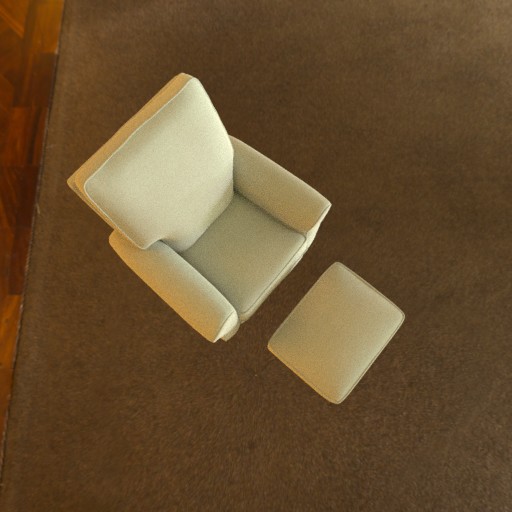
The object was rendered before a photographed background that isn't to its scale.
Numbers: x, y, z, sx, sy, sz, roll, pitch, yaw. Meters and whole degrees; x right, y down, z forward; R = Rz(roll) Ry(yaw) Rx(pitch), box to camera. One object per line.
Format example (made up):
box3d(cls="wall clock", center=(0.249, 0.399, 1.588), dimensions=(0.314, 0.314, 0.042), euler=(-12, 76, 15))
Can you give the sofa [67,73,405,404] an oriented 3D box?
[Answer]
box3d(cls="sofa", center=(0.000, 0.000, 2.094), dimensions=(1.478, 0.959, 0.880), euler=(39, 78, 10))
